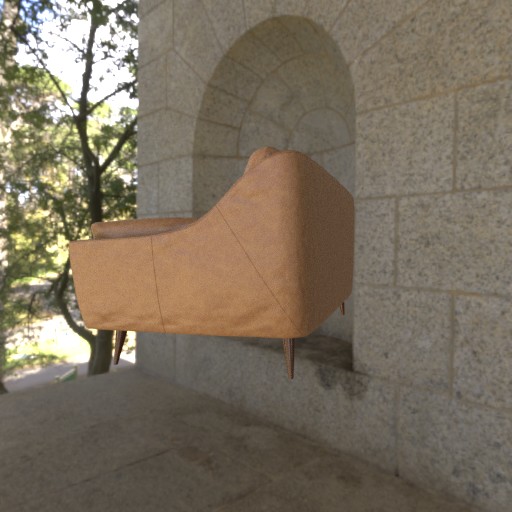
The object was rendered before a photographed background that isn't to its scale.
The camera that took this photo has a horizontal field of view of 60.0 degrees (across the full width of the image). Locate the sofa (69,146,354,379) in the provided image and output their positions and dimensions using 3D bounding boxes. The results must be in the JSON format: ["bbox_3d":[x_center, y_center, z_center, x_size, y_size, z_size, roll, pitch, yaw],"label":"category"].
[{"bbox_3d":[0.000,0.000,2.418,0.904,0.839,1.902,1,2,18],"label":"sofa"}]
